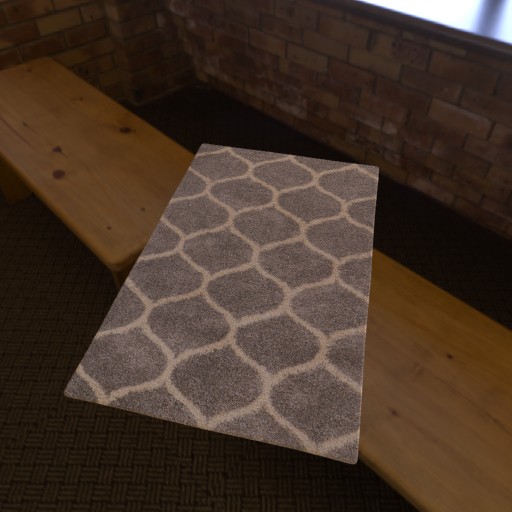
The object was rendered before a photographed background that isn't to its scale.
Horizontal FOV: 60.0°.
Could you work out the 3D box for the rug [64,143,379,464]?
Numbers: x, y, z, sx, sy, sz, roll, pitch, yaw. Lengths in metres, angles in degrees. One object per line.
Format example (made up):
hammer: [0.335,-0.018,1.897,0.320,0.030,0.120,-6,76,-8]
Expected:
rug: [0.000,0.000,2.937,1.501,0.025,2.348,10,48,9]
